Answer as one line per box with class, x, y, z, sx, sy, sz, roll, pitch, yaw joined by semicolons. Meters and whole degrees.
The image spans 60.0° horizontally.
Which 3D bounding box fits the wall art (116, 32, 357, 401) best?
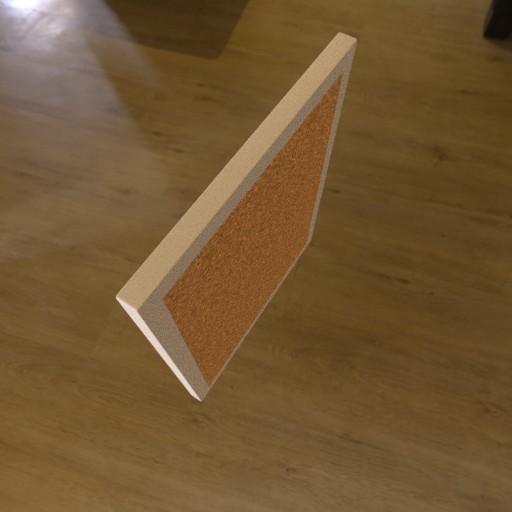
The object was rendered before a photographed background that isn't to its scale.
wall art;0.000;0.000;0.754;0.028;0.556;0.454;30;67;14
